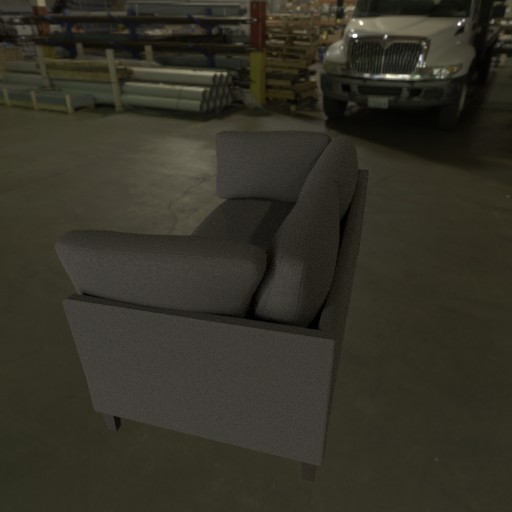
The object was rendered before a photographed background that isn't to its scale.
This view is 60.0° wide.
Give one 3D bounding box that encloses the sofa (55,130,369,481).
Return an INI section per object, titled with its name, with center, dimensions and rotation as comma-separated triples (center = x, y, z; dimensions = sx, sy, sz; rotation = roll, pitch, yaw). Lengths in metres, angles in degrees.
[sofa]
center = 0.000, 0.000, 2.241
dimensions = 0.969, 0.920, 1.751
rotation = 8, 30, 14
